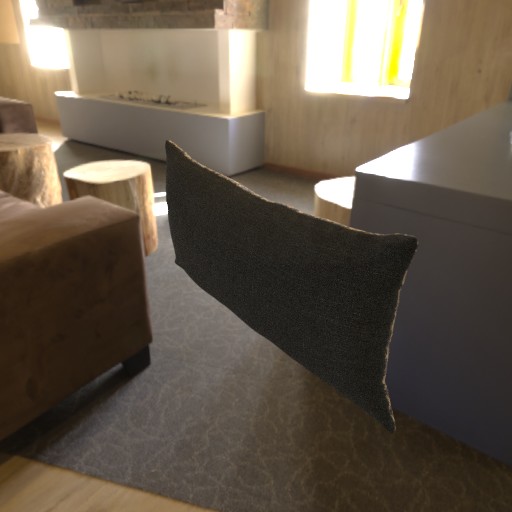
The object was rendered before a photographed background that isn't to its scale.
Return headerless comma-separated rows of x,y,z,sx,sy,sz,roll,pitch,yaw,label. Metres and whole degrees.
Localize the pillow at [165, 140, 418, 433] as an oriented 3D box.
0.000,0.000,0.768,0.148,0.292,0.631,-19,33,-32,pillow
